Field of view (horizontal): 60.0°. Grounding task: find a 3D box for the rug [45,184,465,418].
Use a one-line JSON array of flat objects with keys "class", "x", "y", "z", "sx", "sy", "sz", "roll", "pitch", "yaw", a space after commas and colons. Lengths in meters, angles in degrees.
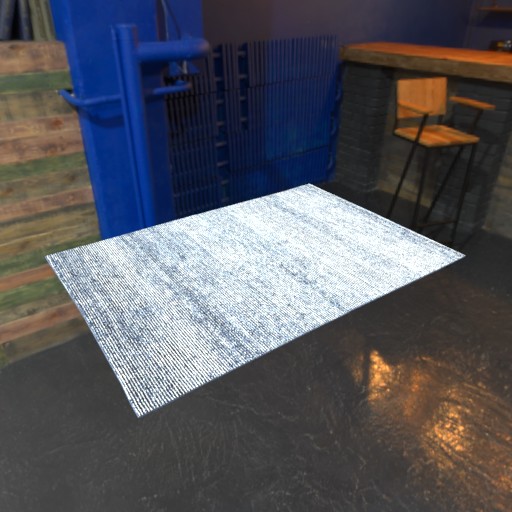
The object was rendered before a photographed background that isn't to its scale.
[{"class": "rug", "x": 0.000, "y": 0.000, "z": 2.996, "sx": 2.349, "sy": 0.030, "sz": 1.624, "roll": -19, "pitch": 36, "yaw": -29}]
